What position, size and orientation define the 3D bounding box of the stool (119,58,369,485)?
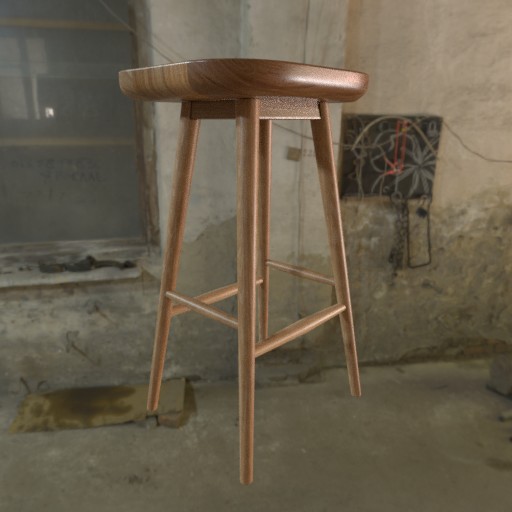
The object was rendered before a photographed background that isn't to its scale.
[{"bbox_3d":[0.000,0.000,0.914,0.322,0.698,0.407,16,23,42],"label":"stool"}]
